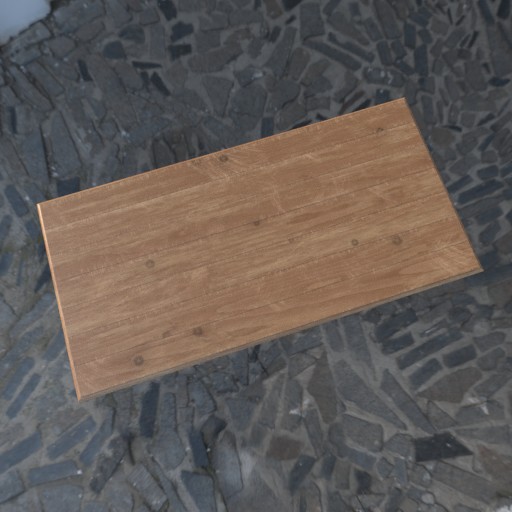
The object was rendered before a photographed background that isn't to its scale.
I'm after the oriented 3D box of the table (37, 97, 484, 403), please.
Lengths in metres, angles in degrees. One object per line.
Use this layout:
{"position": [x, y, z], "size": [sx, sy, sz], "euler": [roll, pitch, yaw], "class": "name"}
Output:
{"position": [0.000, 0.000, 1.433], "size": [1.118, 0.458, 0.559], "euler": [-17, 77, -4], "class": "table"}
